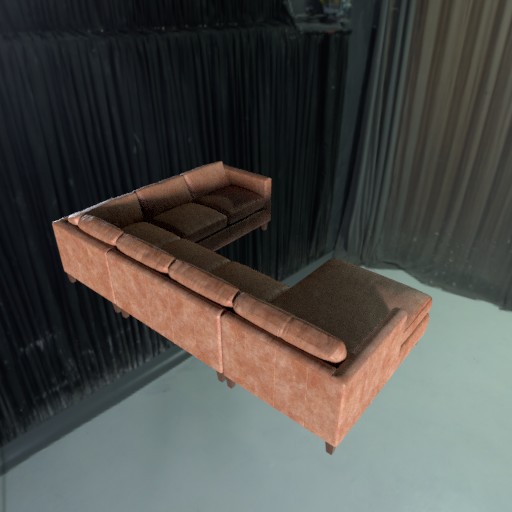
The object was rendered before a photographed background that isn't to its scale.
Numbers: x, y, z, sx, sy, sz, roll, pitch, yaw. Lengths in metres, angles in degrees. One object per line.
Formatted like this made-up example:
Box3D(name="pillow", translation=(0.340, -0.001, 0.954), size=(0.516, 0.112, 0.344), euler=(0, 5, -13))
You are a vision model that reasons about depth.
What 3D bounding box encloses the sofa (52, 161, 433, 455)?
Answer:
Box3D(name="sofa", translation=(0.000, 0.000, 4.517), size=(3.401, 0.832, 2.430), euler=(23, 38, 33))
